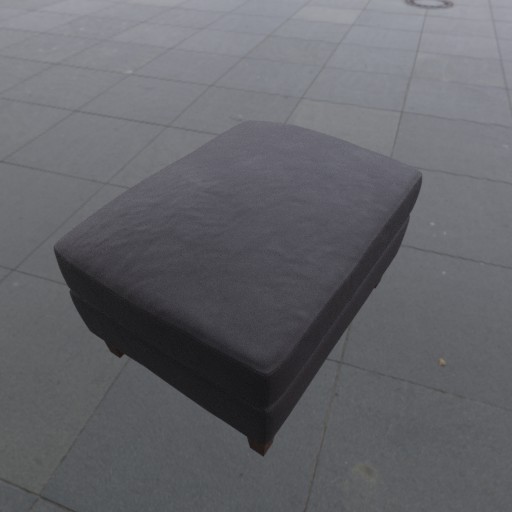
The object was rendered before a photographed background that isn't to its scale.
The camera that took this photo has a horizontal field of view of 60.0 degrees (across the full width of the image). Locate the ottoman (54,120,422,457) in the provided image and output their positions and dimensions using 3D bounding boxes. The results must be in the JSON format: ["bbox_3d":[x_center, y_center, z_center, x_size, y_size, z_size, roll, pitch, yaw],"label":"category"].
[{"bbox_3d":[0.000,0.000,1.304,0.659,0.529,0.887,24,47,25],"label":"ottoman"}]
